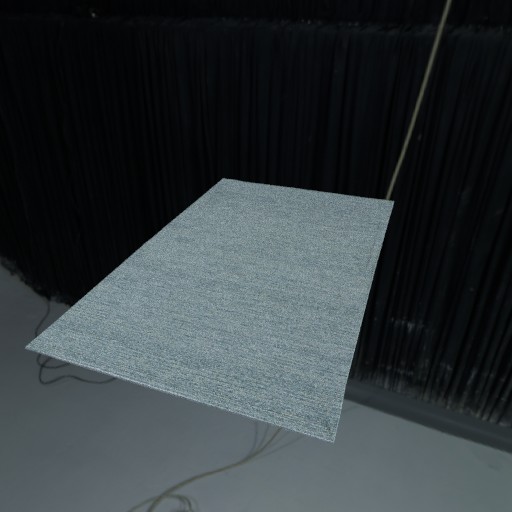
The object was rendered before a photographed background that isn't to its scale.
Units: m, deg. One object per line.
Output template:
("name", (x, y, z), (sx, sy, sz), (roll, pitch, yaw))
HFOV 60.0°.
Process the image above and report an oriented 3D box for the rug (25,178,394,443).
("rug", (0.000, 0.000, 2.227), (1.174, 0.022, 1.853), (11, 33, 17))
